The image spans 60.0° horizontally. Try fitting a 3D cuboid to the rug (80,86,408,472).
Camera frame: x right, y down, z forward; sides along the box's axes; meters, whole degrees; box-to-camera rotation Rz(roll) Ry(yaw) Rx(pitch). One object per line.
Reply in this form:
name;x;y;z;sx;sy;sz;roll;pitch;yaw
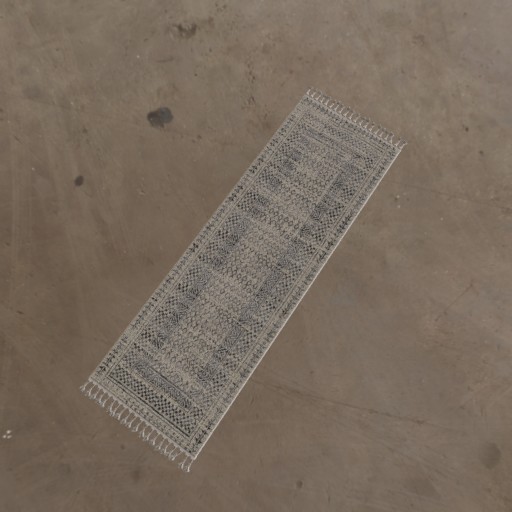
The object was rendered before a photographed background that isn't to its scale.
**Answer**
rug;0.000;0.000;2.752;0.786;0.013;2.480;34;77;9
